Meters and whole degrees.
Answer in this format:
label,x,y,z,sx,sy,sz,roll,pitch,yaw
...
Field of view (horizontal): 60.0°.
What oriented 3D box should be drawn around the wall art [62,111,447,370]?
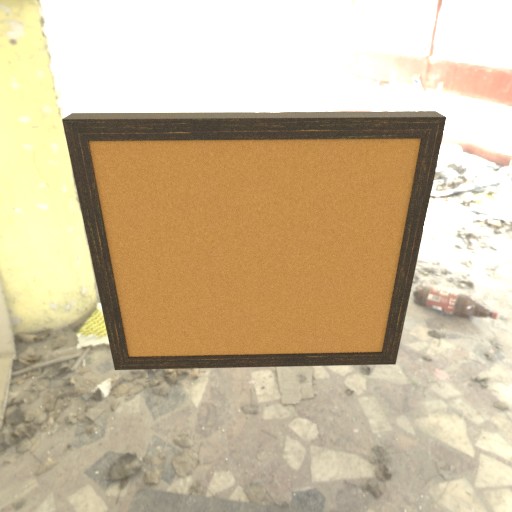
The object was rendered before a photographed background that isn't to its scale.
label,x,y,z,sx,sy,sz,roll,pitch,yaw
wall art,0.000,0.000,0.533,0.381,0.330,0.031,-1,29,-1
